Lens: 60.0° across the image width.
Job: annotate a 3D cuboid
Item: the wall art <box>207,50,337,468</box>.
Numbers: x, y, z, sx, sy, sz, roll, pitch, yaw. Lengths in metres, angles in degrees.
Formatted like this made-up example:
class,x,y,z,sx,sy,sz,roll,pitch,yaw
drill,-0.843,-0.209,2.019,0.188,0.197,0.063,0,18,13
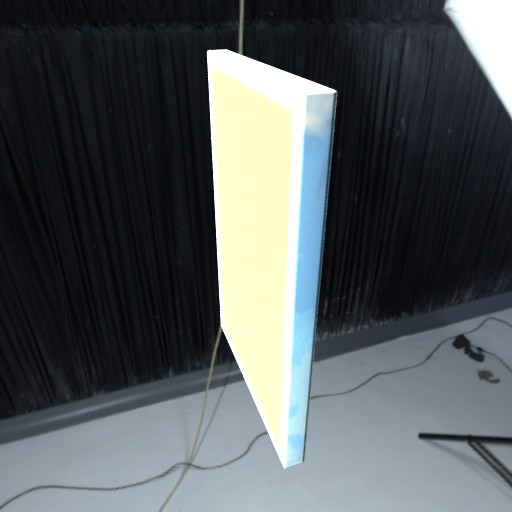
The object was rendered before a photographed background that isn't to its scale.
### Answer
class,x,y,z,sx,sy,sz,roll,pitch,yaw
wall art,0.000,0.000,0.764,0.038,0.610,0.401,-10,32,-17
